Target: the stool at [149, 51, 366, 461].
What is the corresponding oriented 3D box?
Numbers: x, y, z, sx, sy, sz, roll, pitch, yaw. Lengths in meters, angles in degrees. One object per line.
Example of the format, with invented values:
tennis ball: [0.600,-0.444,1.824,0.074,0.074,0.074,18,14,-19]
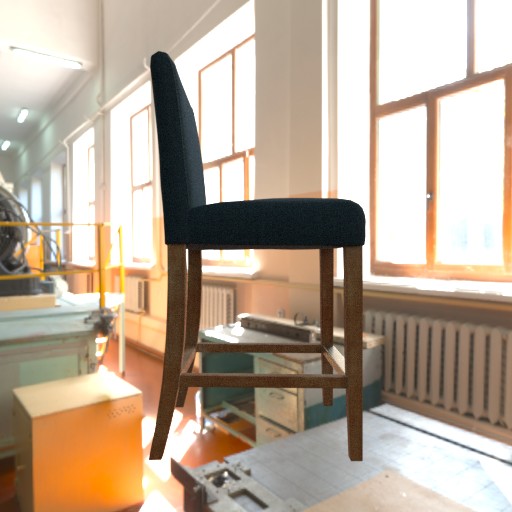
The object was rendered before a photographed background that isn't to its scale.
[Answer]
stool: [0.000,0.000,1.331,0.567,1.039,0.454,0,1,-1]
